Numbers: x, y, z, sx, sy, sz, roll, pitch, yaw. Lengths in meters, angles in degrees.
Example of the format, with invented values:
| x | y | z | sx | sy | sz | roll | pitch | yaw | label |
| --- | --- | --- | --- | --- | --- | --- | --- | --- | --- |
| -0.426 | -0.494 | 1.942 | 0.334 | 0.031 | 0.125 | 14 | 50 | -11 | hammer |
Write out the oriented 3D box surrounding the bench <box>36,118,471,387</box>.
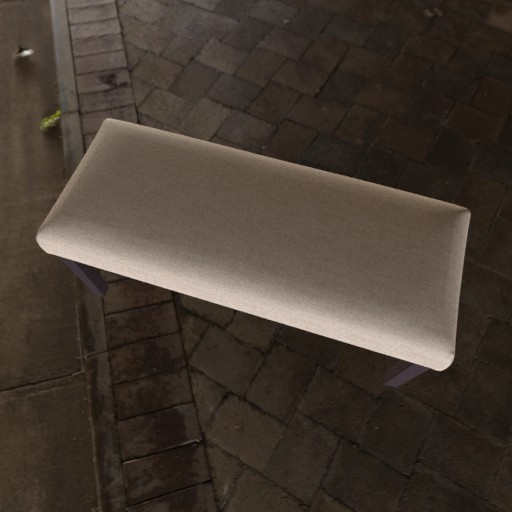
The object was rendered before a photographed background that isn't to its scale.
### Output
| x | y | z | sx | sy | sz | roll | pitch | yaw | label |
| --- | --- | --- | --- | --- | --- | --- | --- | --- | --- |
| 0.000 | 0.000 | 1.253 | 1.013 | 0.456 | 0.407 | 16 | 65 | 8 | bench |
